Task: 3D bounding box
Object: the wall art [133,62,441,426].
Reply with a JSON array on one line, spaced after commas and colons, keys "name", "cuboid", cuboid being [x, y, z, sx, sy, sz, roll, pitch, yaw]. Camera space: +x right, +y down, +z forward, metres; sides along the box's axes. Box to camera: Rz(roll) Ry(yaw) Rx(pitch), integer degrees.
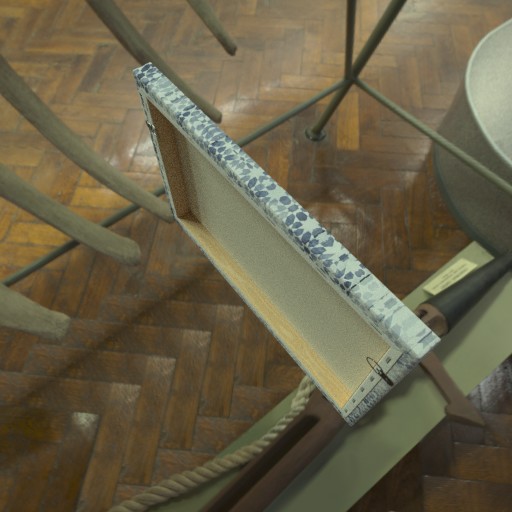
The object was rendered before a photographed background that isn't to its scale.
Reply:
[{"name": "wall art", "cuboid": [0.000, 0.000, 1.159, 0.057, 0.608, 0.911, -34, 65, -18]}]
